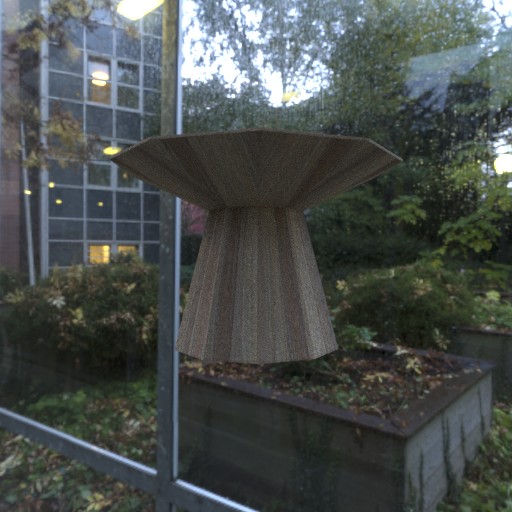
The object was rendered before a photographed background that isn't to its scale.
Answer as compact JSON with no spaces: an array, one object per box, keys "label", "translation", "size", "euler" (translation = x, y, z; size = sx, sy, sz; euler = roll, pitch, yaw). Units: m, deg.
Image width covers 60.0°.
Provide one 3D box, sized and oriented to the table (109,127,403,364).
[{"label":"table","translation":[0.000,0.000,1.889],"size":[1.186,0.752,1.186],"euler":[0,0,0]}]
